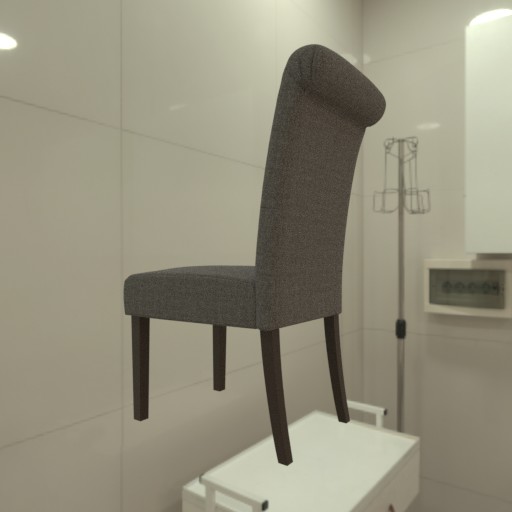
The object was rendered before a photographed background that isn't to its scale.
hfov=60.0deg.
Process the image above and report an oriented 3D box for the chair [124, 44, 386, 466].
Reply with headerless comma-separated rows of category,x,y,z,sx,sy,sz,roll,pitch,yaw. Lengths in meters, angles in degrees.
chair,0.000,0.000,1.339,0.671,1.006,0.456,0,0,36
